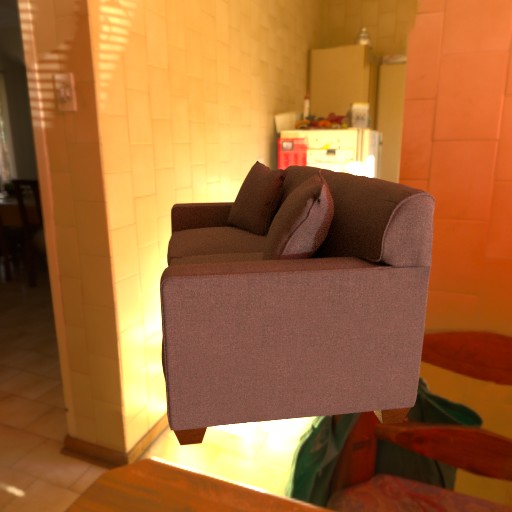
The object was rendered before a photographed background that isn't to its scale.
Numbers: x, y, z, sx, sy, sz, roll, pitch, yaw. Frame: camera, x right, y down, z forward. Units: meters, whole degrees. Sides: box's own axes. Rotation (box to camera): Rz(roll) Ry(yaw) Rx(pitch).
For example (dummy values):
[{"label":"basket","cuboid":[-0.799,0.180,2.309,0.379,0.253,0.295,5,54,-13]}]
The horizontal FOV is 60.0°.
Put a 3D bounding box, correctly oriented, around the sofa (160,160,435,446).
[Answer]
[{"label":"sofa","cuboid":[0.000,0.000,2.413,1.000,0.958,1.846,-2,15,-9]}]
